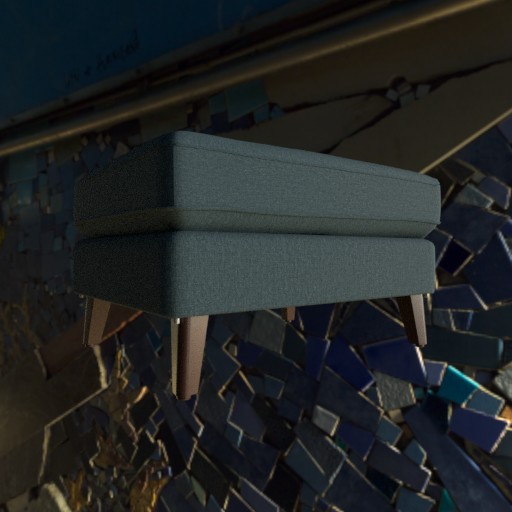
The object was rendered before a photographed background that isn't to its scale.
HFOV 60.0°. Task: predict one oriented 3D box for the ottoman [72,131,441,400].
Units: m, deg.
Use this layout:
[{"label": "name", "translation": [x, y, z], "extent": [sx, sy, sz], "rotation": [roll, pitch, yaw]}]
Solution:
[{"label": "ottoman", "translation": [0.000, 0.000, 1.220], "extent": [0.835, 0.503, 0.629], "rotation": [0, 1, -37]}]
